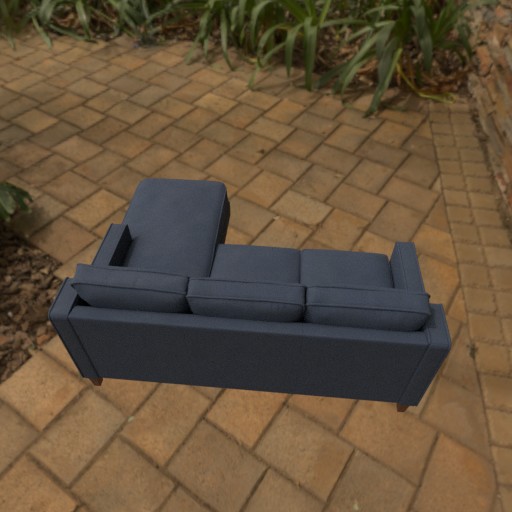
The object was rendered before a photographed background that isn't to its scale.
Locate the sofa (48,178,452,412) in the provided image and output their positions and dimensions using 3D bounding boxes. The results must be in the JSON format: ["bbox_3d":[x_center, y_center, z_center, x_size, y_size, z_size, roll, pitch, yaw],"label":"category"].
[{"bbox_3d":[0.000,0.000,3.371,2.317,1.066,1.858,4,46,4],"label":"sofa"}]
